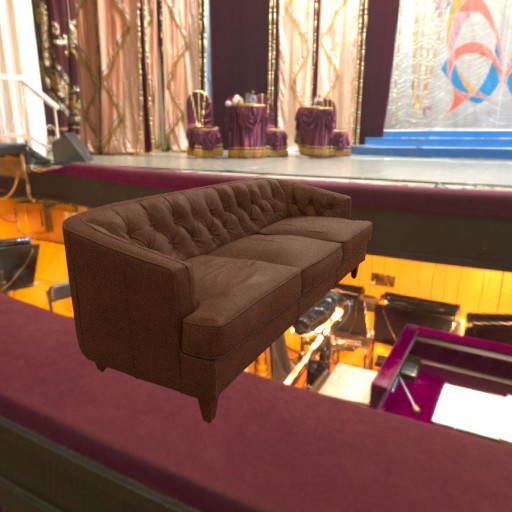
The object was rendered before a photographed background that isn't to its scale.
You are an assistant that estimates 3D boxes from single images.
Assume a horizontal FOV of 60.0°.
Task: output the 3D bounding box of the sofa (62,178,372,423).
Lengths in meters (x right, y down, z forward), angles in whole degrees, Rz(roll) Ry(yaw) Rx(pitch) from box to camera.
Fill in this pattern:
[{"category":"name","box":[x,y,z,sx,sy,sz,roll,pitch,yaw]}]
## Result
[{"category":"sofa","box":[0.000,0.000,2.696,0.927,0.787,2.227,8,17,27]}]
